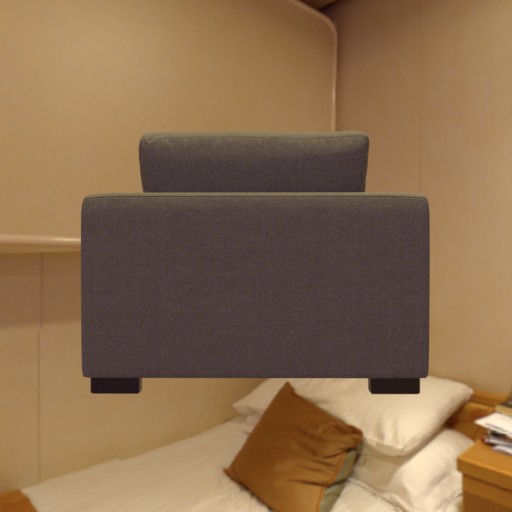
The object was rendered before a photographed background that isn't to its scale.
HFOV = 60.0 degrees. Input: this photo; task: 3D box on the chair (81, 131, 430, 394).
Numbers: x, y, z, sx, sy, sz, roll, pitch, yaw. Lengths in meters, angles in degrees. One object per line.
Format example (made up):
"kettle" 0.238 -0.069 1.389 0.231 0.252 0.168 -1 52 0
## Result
"chair" 0.000 0.000 1.890 1.070 0.847 1.100 0 0 0
